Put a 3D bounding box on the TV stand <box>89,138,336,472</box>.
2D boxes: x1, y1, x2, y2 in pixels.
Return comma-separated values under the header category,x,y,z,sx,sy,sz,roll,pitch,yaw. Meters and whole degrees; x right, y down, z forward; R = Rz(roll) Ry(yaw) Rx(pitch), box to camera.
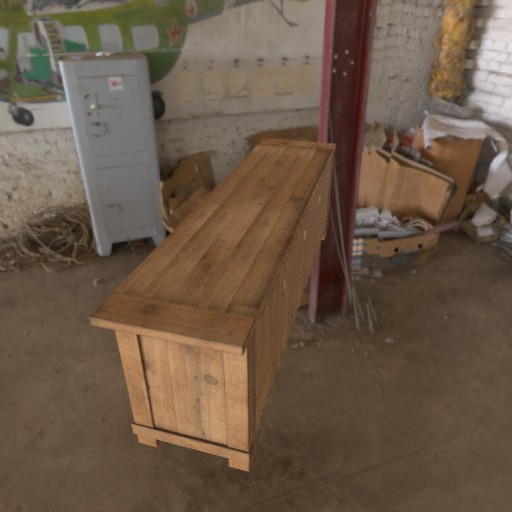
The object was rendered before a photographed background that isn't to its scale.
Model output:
category,x,y,z,sx,sy,sz,roll,pitch,yaw
TV stand,0.000,0.000,2.028,0.453,0.573,1.804,8,31,14
